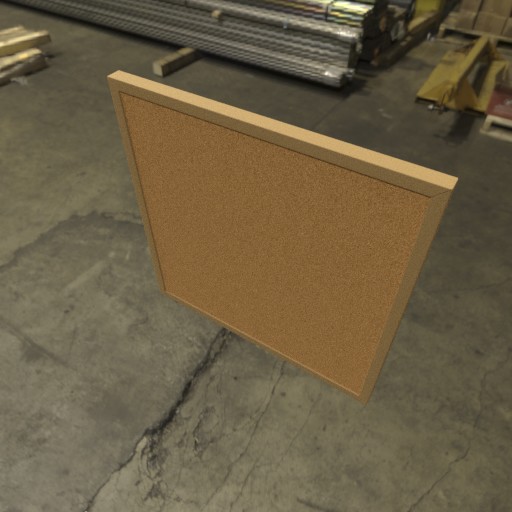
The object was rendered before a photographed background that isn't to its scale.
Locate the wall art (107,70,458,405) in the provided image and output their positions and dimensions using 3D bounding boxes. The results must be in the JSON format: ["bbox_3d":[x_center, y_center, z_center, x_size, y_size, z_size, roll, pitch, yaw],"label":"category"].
[{"bbox_3d":[0.000,0.000,1.128,0.761,0.761,0.037,25,51,22],"label":"wall art"}]
